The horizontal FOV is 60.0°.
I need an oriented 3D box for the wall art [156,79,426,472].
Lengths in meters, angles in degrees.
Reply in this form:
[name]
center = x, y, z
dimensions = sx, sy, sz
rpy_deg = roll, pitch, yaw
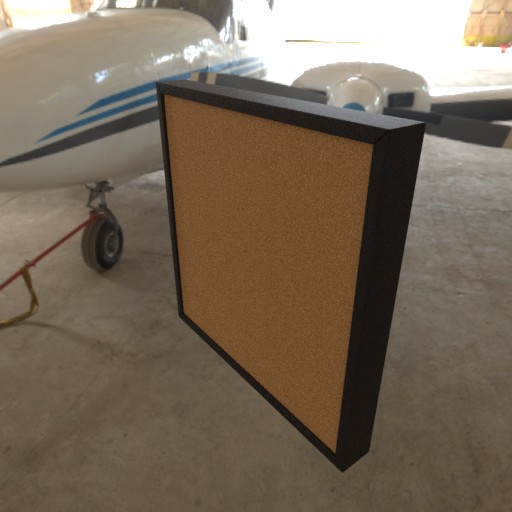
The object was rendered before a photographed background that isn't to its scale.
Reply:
[wall art]
center = 0.000, 0.000, 0.446
dimensions = 0.037, 0.305, 0.305
rpy_deg = -20, 33, -33
